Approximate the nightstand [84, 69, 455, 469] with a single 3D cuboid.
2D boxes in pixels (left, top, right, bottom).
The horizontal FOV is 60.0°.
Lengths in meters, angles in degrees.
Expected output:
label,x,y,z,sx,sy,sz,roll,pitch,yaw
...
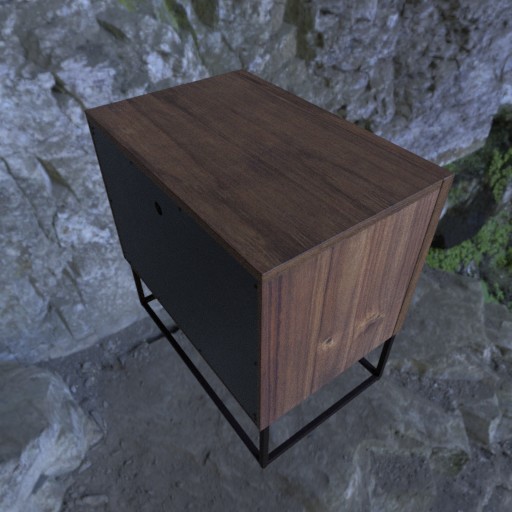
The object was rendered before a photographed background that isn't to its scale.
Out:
label,x,y,z,sx,sy,sz,roll,pitch,yaw
nightstand,0.000,0.000,1.039,0.437,0.610,0.610,-27,48,-26
